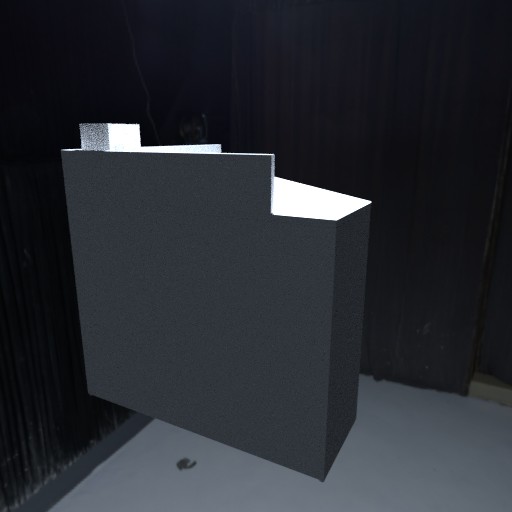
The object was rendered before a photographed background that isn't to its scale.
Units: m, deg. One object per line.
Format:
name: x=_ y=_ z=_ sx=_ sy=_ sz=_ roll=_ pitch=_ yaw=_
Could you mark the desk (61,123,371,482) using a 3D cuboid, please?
desk: x=0.000 y=0.000 z=1.737 sx=0.940 sy=0.986 sz=0.940 roll=8 pitch=17 yaw=27
